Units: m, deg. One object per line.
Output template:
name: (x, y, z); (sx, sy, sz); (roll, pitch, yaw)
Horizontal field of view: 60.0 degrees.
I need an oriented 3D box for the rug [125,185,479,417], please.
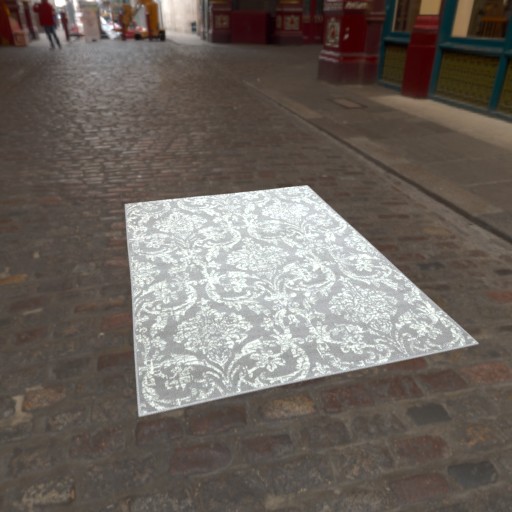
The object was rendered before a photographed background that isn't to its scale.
rug: (0.000, 0.000, 2.840); (1.578, 0.014, 2.206); (-8, 30, -14)
